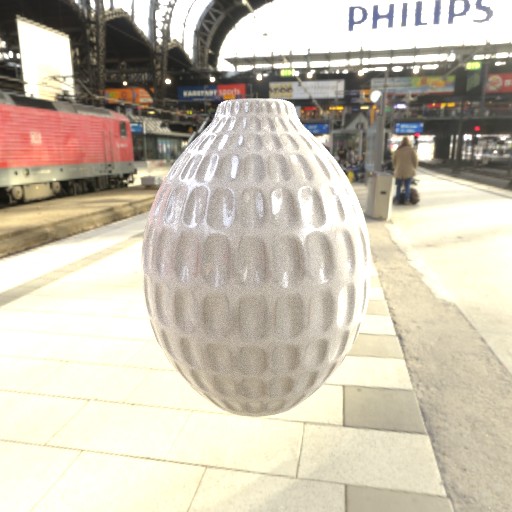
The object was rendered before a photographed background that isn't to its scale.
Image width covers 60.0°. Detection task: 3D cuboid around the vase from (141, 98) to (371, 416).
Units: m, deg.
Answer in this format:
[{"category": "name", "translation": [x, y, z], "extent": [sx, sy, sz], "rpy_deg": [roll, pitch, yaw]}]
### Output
[{"category": "vase", "translation": [0.000, 0.000, 0.253], "extent": [0.128, 0.167, 0.128], "rpy_deg": [0, 14, 0]}]
